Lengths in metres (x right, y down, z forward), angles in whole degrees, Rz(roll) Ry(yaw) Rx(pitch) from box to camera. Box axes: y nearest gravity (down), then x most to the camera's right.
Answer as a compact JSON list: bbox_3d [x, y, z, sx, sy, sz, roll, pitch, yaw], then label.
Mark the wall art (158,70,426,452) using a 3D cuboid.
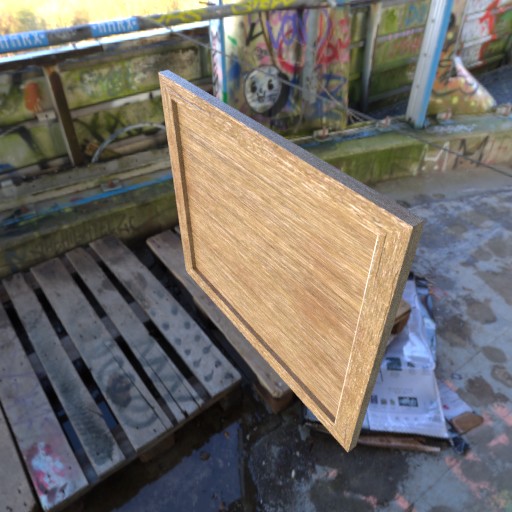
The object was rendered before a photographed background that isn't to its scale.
[{"bbox_3d":[0.000,0.000,0.951,0.026,0.588,0.690,-25,47,-26],"label":"wall art"}]
